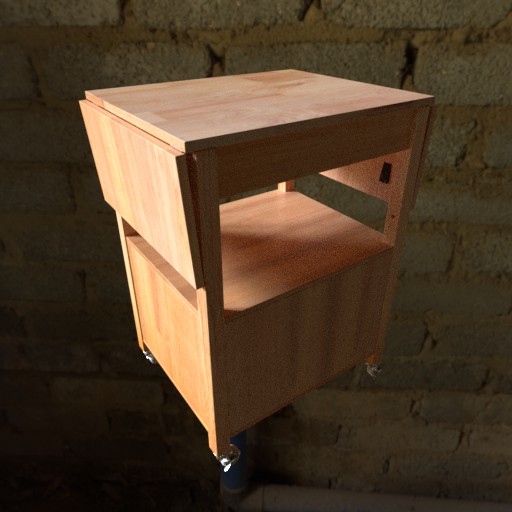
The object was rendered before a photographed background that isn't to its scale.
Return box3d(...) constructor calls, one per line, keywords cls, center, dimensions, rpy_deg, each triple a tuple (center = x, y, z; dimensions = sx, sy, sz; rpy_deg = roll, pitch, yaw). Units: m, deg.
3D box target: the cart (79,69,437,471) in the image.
box3d(cls="cart", center=(0.000, 0.000, 1.200), dimensions=(0.640, 0.838, 0.508), rpy_deg=(-20, 36, -30))
